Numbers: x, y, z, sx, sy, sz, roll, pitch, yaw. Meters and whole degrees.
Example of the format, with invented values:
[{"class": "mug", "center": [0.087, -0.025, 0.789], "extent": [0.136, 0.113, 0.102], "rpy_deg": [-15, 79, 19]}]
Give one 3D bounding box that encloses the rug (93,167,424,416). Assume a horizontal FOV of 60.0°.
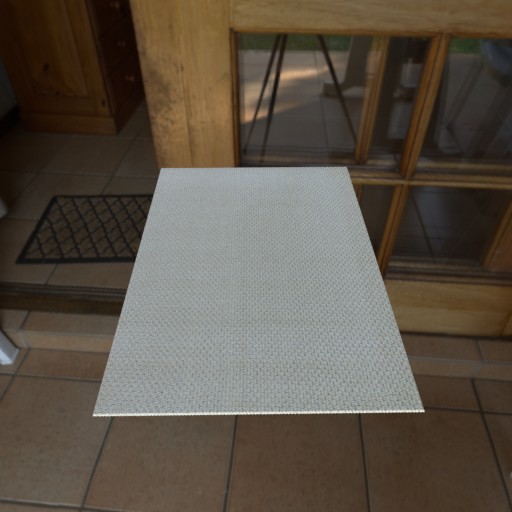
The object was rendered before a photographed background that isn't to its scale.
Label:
[{"class": "rug", "center": [0.000, 0.000, 2.814], "extent": [1.509, 0.013, 2.144], "rpy_deg": [-1, 42, -1]}]
